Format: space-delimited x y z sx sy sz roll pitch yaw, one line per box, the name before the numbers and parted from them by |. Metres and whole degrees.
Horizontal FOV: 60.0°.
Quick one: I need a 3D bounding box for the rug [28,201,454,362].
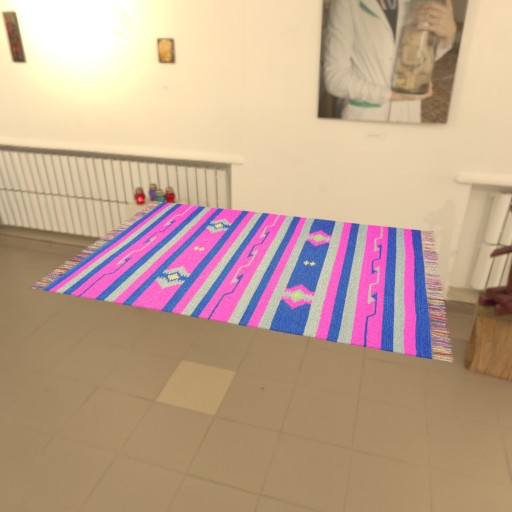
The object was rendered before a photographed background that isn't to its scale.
rug | 0.000 0.000 2.955 2.350 0.013 1.539 8 28 15
